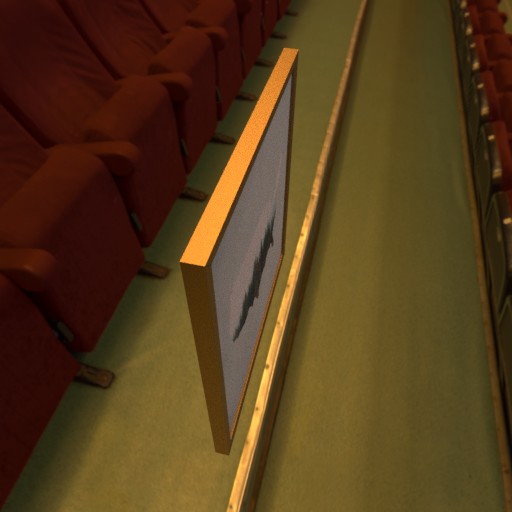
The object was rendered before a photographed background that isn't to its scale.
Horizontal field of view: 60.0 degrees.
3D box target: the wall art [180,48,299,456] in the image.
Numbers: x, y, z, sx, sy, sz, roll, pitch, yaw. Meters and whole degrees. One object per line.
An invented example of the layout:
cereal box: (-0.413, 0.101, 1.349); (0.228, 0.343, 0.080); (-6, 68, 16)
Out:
wall art: (0.000, 0.000, 1.160); (0.038, 0.762, 0.762); (10, 48, 9)
